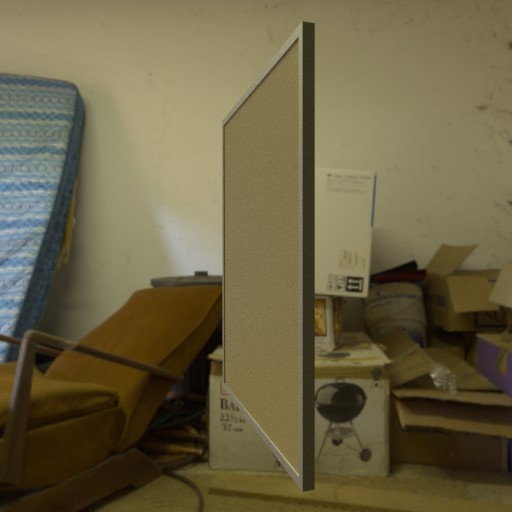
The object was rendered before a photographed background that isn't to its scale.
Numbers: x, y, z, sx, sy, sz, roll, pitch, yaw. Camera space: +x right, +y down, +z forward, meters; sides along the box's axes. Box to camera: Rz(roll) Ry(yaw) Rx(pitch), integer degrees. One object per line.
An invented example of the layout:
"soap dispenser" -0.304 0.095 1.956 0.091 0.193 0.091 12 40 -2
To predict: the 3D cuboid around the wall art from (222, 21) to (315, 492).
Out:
"wall art" 0.000 0.000 1.362 0.034 1.042 0.789 0 1 -17
